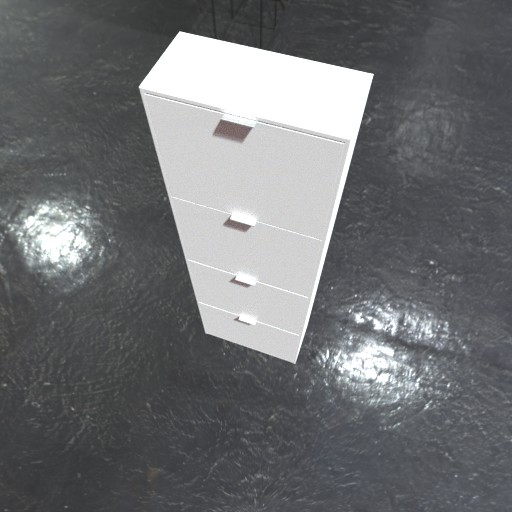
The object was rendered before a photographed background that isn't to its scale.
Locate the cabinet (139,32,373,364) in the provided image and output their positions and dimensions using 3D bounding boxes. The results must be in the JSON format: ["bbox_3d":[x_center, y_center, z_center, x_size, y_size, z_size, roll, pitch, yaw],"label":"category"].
[{"bbox_3d":[0.000,0.000,1.769,0.520,1.630,0.255,17,61,10],"label":"cabinet"}]
